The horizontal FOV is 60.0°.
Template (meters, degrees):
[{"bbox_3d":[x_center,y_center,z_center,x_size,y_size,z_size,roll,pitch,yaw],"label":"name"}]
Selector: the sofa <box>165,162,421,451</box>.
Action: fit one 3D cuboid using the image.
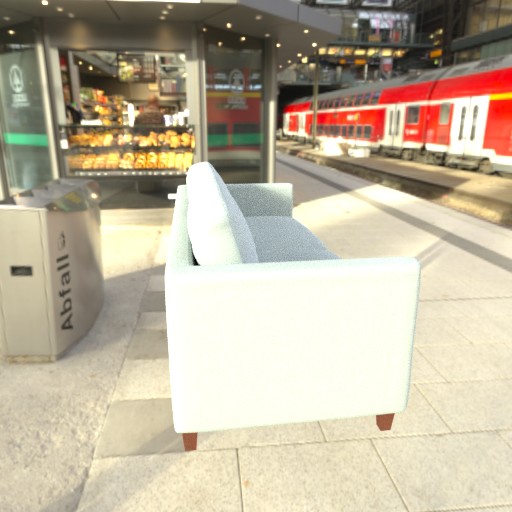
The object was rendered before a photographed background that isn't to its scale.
[{"bbox_3d":[0.000,0.000,2.633,0.951,0.965,2.208,-2,17,-8],"label":"sofa"}]
